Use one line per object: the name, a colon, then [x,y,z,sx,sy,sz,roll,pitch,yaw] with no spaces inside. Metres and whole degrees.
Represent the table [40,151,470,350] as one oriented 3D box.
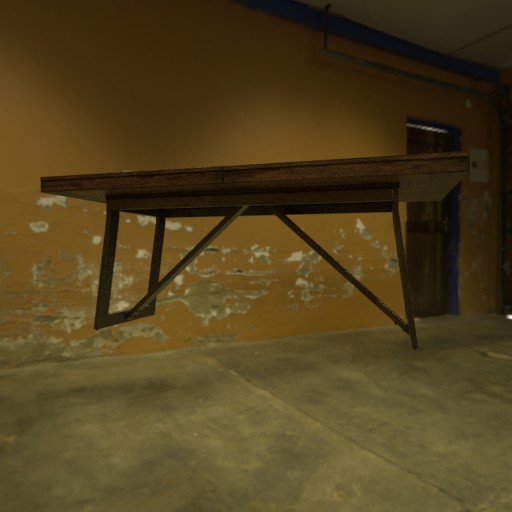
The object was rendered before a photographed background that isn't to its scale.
table: [0.000,0.000,2.292,1.867,0.757,0.931,0,1,17]
